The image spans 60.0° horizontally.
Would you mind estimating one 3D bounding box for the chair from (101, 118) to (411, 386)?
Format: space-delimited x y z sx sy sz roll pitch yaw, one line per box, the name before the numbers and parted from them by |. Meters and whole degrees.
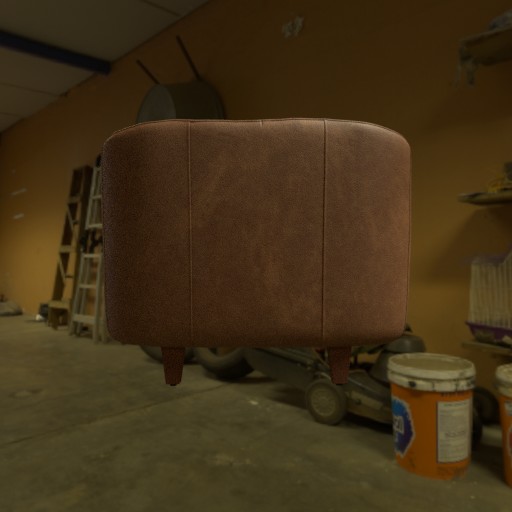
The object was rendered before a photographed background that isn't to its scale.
chair | 0.000 0.000 1.779 1.119 0.836 0.911 0 -1 -1
